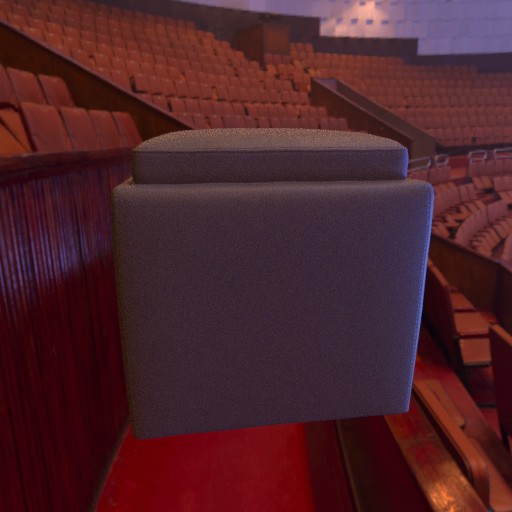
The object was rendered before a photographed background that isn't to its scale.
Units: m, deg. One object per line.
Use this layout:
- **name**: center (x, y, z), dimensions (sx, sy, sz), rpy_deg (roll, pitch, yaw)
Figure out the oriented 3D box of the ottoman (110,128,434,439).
- **ottoman**: center (0.000, 0.000, 0.830), dimensions (0.451, 0.460, 0.450), rpy_deg (-2, 16, -8)
